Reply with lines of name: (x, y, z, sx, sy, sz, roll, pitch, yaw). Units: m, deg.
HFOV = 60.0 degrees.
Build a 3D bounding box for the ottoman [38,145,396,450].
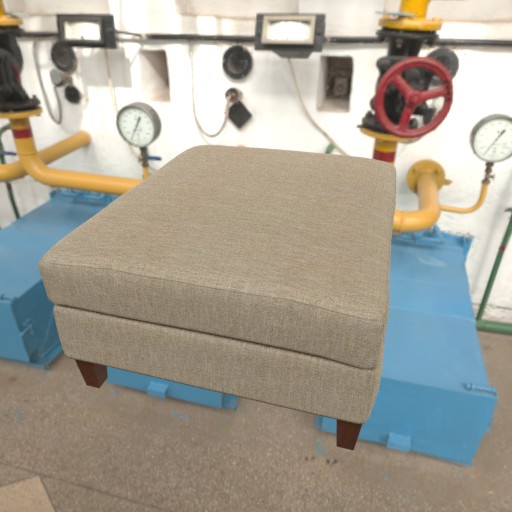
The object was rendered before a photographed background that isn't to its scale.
ottoman: (0.000, 0.000, 1.441, 0.836, 0.492, 0.976, 8, 32, 14)
